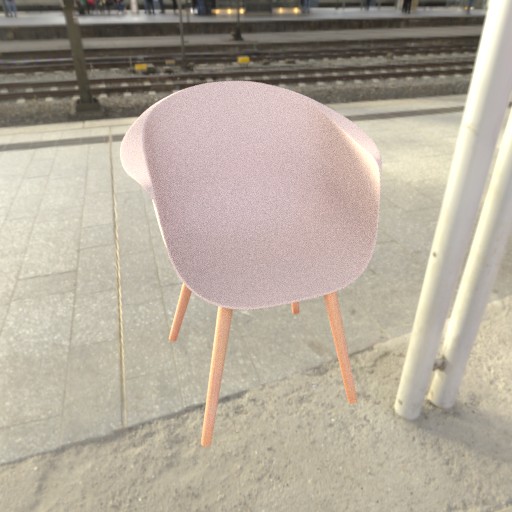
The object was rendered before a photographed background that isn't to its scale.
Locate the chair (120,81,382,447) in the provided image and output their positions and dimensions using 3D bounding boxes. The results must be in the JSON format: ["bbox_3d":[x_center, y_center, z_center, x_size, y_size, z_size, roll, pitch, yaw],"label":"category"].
[{"bbox_3d":[0.000,0.000,1.154,0.593,0.781,0.504,-10,32,-16],"label":"chair"}]
